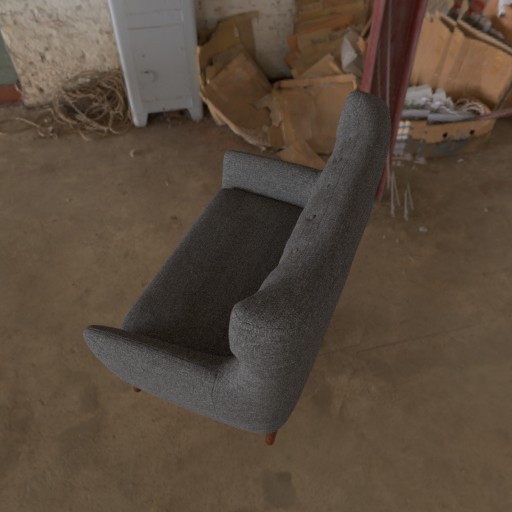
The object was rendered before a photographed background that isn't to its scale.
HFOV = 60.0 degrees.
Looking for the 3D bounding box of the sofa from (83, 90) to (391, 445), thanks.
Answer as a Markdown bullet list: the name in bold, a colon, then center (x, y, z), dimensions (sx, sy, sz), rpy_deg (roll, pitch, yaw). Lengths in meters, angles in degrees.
- **sofa**: center (0.000, 0.000, 1.952), dimensions (0.874, 1.028, 1.358), rpy_deg (16, 48, 15)
